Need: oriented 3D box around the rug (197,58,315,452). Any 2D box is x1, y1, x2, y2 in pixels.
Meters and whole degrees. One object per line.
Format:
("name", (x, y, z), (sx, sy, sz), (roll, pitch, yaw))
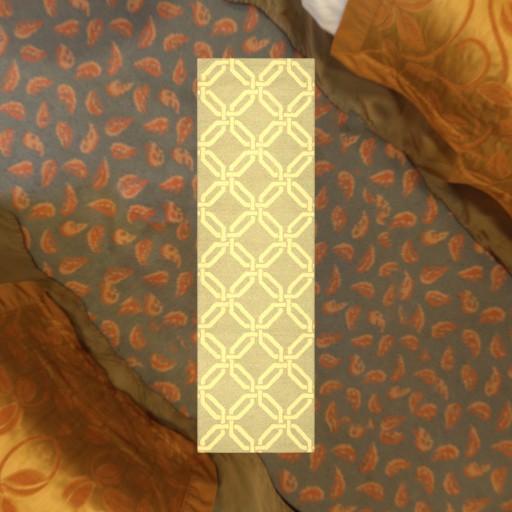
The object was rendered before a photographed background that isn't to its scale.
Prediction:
("rug", (0.000, 0.000, 2.560), (0.678, 0.014, 2.276), (0, 90, 0))
